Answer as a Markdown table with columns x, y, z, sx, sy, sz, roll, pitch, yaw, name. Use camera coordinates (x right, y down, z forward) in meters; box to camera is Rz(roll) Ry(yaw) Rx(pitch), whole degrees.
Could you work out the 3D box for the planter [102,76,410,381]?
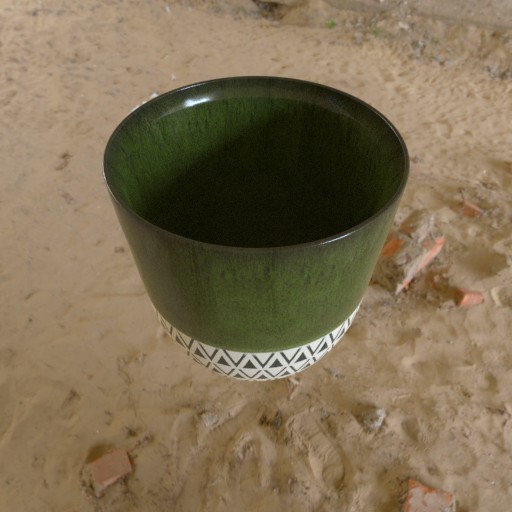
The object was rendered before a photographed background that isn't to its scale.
| x | y | z | sx | sy | sz | roll | pitch | yaw | name |
| --- | --- | --- | --- | --- | --- | --- | --- | --- | --- |
| 0.000 | 0.000 | 0.460 | 0.245 | 0.270 | 0.245 | 0 | 47 | 0 | planter |
